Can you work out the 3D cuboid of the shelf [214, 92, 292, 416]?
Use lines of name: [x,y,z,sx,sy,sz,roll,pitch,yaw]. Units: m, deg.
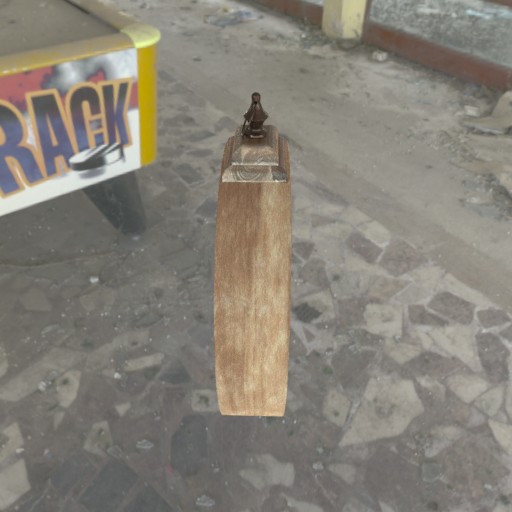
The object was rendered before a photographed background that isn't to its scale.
shelf: [0.000,0.000,0.974,0.125,0.725,0.601,1,42,1]
